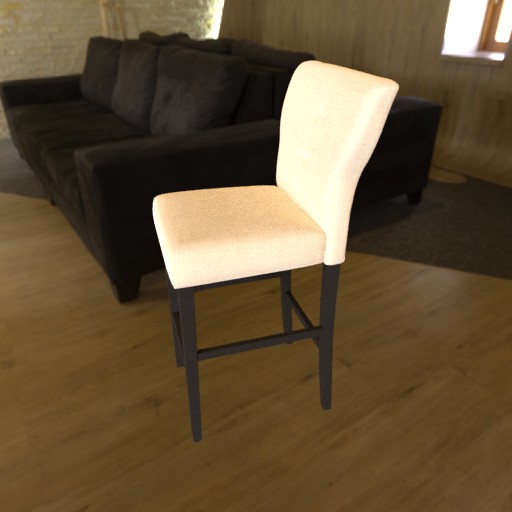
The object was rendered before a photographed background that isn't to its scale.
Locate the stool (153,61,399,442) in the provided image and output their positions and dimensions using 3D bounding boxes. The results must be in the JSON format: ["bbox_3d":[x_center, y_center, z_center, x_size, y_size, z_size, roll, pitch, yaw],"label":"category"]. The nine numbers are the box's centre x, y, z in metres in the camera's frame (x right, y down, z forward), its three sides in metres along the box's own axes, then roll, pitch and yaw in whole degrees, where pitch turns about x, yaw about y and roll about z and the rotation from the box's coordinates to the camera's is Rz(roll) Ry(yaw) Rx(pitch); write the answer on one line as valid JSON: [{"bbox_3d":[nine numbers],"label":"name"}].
[{"bbox_3d":[0.000,0.000,1.450,0.603,1.124,0.516,-8,30,-15],"label":"stool"}]
